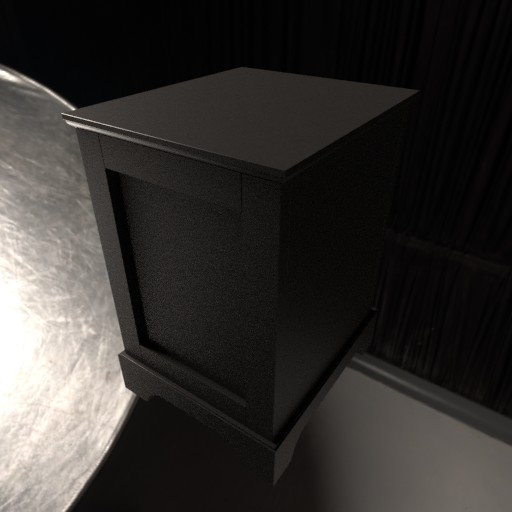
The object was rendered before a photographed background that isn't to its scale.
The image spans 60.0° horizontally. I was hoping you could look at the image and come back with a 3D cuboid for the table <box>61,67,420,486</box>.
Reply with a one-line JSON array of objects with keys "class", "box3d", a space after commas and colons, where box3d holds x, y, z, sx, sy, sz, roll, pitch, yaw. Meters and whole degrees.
[{"class": "table", "box3d": [0.000, 0.000, 0.897, 0.399, 0.610, 0.460, 21, 38, 29]}]
